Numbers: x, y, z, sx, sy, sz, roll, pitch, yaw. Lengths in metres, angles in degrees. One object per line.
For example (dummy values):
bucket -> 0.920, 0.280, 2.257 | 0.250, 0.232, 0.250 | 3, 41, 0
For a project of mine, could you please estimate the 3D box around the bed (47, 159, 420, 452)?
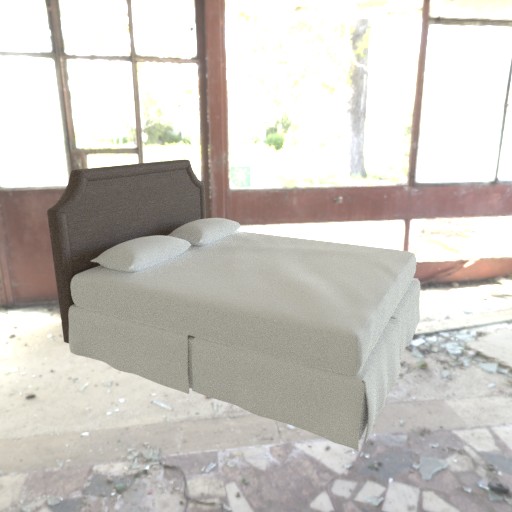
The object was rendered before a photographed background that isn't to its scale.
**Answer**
bed -> 0.000, 0.000, 4.106 | 2.773, 1.590, 2.350 | 8, 18, 27
